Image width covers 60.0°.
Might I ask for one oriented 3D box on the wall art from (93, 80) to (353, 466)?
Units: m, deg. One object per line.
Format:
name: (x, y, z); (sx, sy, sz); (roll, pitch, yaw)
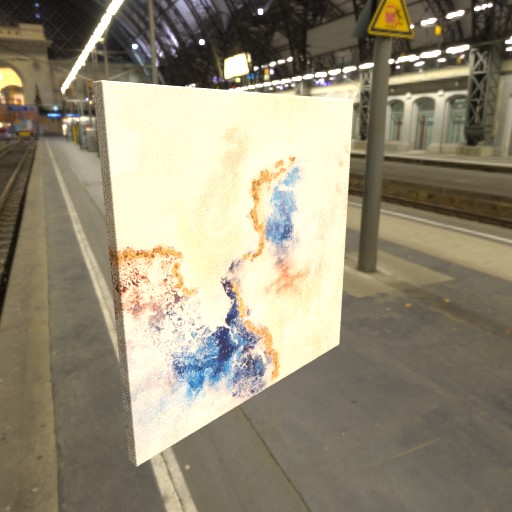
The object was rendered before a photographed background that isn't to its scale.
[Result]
wall art: (0.000, 0.000, 1.287); (0.038, 0.889, 0.889); (15, 22, 42)
